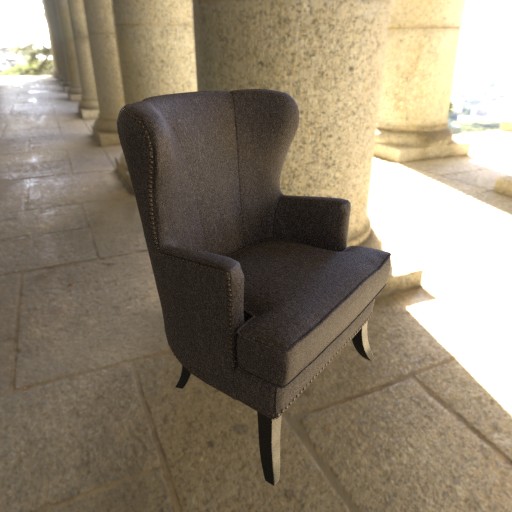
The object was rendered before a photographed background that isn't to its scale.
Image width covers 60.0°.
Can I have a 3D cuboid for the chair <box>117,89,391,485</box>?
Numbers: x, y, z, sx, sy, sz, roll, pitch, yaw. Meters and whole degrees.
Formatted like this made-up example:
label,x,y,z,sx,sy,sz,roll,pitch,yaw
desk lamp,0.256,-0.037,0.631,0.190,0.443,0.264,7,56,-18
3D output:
label,x,y,z,sx,sy,sz,roll,pitch,yaw
chair,0.000,0.000,1.581,0.758,1.060,0.759,18,31,33
